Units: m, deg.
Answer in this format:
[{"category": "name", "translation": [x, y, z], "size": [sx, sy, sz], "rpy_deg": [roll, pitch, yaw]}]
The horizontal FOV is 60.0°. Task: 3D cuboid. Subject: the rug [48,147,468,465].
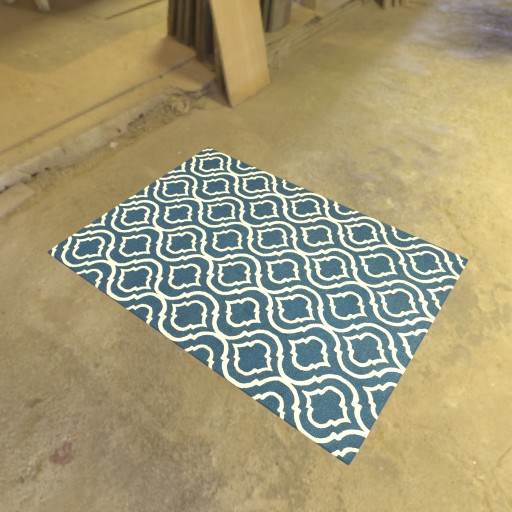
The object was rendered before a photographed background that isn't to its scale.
[{"category": "rug", "translation": [0.000, 0.000, 2.752], "size": [2.134, 0.010, 1.524], "rpy_deg": [28, 52, 25]}]
